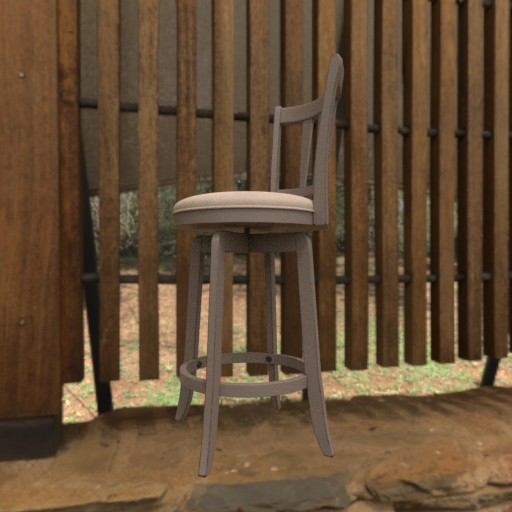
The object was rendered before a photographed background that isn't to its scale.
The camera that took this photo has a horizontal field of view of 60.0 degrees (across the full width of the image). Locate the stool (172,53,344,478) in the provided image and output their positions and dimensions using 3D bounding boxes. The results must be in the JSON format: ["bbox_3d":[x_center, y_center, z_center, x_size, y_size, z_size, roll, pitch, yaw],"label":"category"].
[{"bbox_3d":[0.000,0.000,1.271,0.475,1.023,0.436,0,0,-18],"label":"stool"}]
